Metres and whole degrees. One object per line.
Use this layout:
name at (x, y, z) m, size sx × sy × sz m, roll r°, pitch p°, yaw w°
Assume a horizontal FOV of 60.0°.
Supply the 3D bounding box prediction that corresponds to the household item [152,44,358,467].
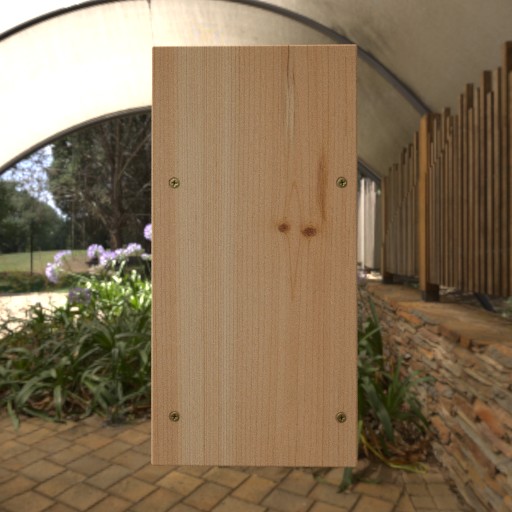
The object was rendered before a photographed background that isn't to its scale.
household item at (0.000, 0.000, 0.400) m, size 0.149 × 0.300 × 0.171 m, roll 0°, pitch 0°, yaw 1°
